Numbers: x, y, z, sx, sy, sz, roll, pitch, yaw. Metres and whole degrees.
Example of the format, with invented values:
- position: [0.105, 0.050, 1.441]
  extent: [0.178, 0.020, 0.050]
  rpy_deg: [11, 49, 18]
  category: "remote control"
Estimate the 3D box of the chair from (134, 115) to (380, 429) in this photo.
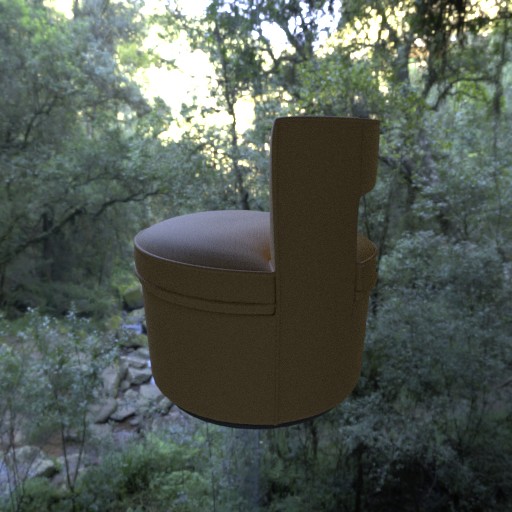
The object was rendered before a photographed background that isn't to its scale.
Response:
- position: [0.000, 0.000, 1.239]
  extent: [0.665, 0.723, 0.650]
  rpy_deg: [2, 15, 9]
  category: "chair"
